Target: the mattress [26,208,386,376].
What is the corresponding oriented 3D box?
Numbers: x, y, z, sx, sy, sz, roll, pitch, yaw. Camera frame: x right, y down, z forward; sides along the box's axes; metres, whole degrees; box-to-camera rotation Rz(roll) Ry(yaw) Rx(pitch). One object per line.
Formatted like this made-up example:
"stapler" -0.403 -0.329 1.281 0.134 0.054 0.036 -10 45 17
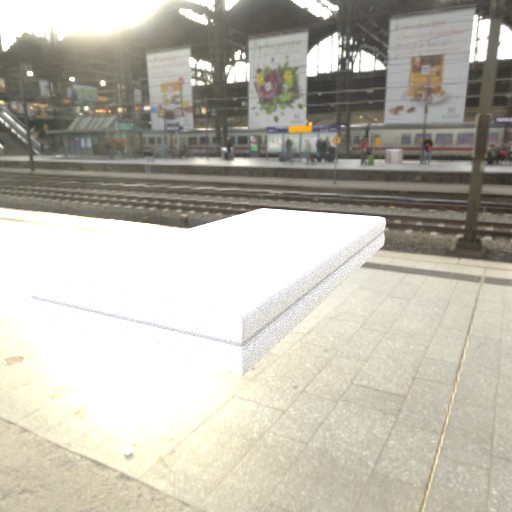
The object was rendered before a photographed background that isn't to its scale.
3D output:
"mattress" 0.000 0.000 2.235 0.900 0.200 1.900 7 16 26
